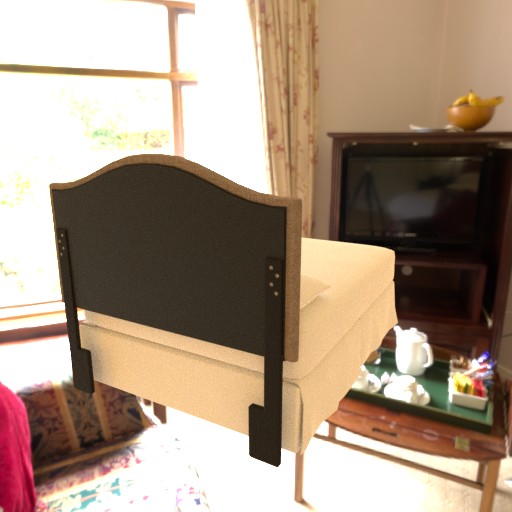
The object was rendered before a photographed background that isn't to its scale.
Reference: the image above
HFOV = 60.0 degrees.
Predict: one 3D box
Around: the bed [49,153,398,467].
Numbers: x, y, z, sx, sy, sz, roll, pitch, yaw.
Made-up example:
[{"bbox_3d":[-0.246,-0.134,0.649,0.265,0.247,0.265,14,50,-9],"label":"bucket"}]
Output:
[{"bbox_3d":[0.000,0.000,3.277,1.713,1.518,2.153,8,16,29],"label":"bed"}]
